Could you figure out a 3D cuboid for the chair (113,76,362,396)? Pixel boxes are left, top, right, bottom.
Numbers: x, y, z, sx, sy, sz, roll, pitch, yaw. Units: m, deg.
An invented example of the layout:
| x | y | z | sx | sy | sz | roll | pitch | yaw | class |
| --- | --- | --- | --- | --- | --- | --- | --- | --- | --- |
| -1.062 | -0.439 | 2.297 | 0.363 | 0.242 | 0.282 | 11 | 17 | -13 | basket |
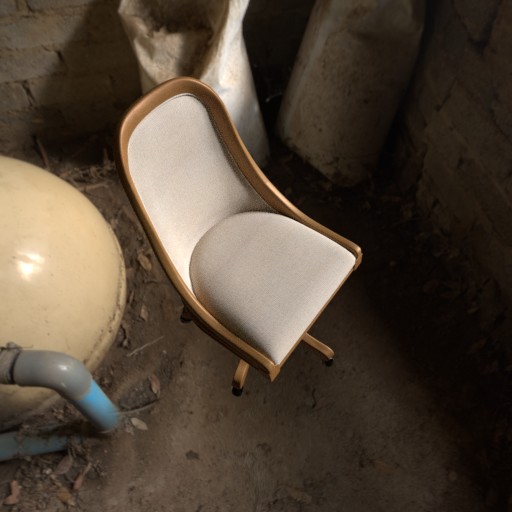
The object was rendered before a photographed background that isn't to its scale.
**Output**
| x | y | z | sx | sy | sz | roll | pitch | yaw | class |
| --- | --- | --- | --- | --- | --- | --- | --- | --- | --- |
| 0.000 | 0.000 | 1.567 | 0.811 | 1.009 | 0.702 | 34 | 65 | 18 | chair |
